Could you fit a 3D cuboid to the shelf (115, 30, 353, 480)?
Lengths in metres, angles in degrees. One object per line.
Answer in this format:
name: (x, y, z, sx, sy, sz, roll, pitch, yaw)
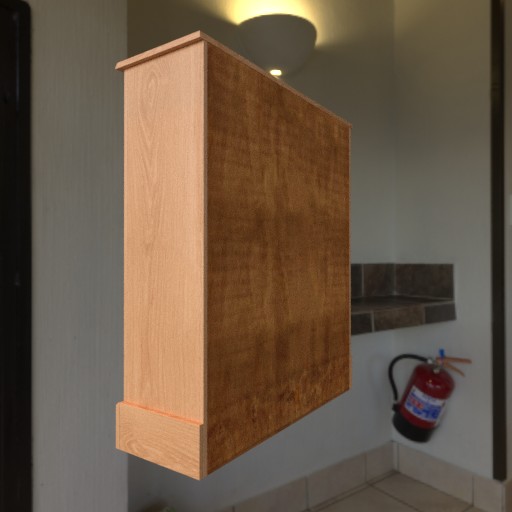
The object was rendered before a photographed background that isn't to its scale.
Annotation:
shelf: (0.000, 0.000, 1.391, 0.291, 0.980, 0.840, 0, 0, 35)
